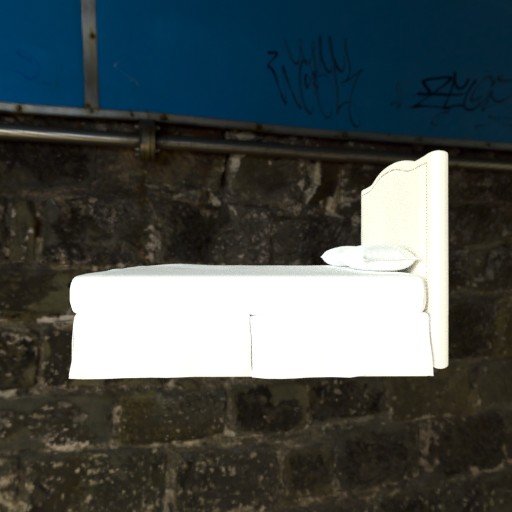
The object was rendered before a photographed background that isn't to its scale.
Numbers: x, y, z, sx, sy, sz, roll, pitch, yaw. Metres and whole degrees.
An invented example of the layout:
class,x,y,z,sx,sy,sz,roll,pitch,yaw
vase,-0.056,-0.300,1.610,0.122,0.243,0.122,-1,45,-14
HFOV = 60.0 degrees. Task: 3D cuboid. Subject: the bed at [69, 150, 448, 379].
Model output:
class,x,y,z,sx,sy,sz,roll,pitch,yaw
bed,0.000,0.000,3.480,2.282,1.436,1.821,0,0,-1
